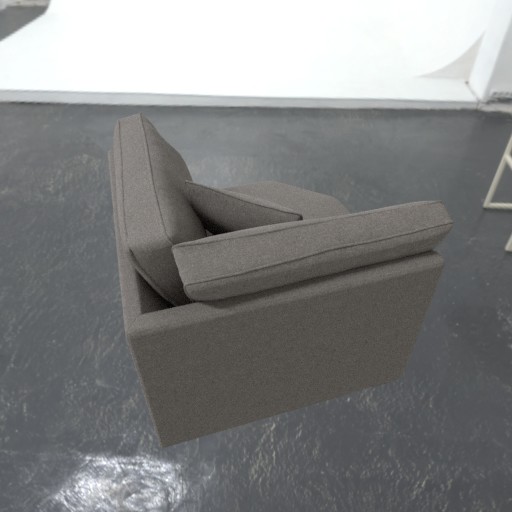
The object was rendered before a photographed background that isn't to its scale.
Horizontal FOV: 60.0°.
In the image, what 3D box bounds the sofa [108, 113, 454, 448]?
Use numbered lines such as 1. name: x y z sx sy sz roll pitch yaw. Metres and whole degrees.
1. sofa: 0.000 0.000 1.875 1.050 0.951 1.042 -11 43 -12
